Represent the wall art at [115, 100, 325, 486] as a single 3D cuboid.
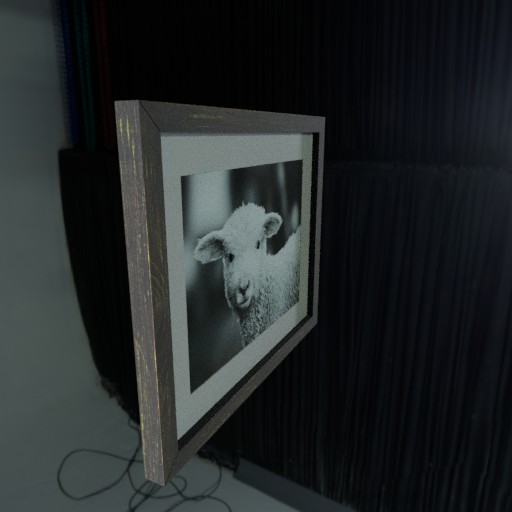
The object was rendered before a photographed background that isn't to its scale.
[{"bbox_3d":[0.000,0.000,0.739,0.032,0.457,0.558,8,17,26],"label":"wall art"}]
